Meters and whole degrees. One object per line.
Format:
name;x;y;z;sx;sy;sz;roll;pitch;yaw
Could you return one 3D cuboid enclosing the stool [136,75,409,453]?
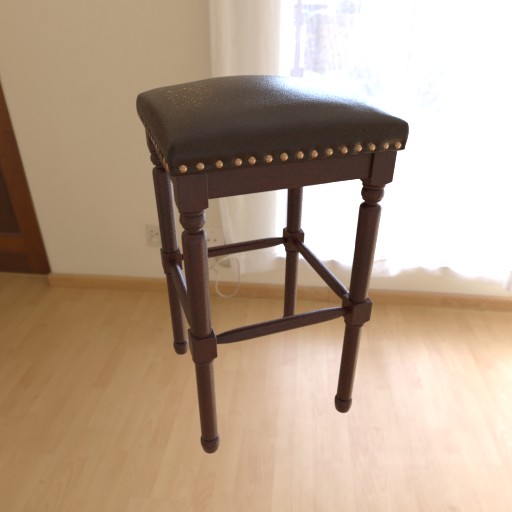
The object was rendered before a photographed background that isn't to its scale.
stool;0.000;0.000;0.936;0.382;0.702;0.383;-10;32;-17
